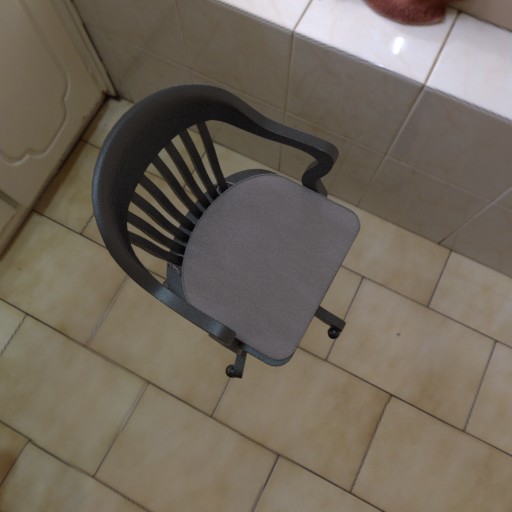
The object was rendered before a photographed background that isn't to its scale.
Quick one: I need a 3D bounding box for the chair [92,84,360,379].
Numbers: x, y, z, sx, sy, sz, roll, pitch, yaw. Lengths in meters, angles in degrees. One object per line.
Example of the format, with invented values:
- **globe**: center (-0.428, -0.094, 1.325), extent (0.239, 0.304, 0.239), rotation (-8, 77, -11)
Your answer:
- **chair**: center (0.000, 0.000, 1.423), extent (0.788, 0.878, 0.750), rotation (29, 76, 8)
